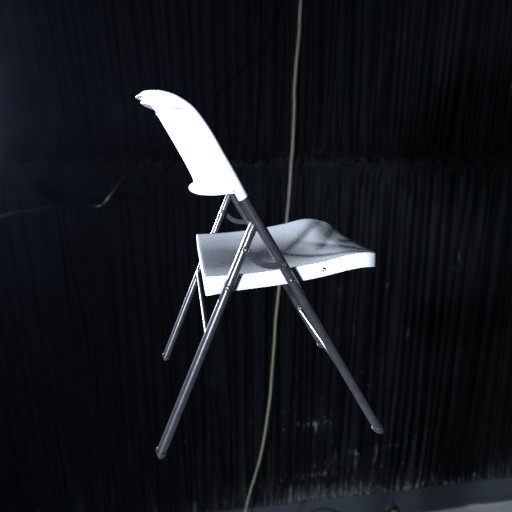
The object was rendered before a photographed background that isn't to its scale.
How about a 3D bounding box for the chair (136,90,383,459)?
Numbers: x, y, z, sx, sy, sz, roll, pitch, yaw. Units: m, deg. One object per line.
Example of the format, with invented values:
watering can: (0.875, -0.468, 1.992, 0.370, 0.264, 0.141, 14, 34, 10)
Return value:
chair: (0.000, 0.000, 1.182, 0.566, 0.810, 0.494, -3, 16, -9)
